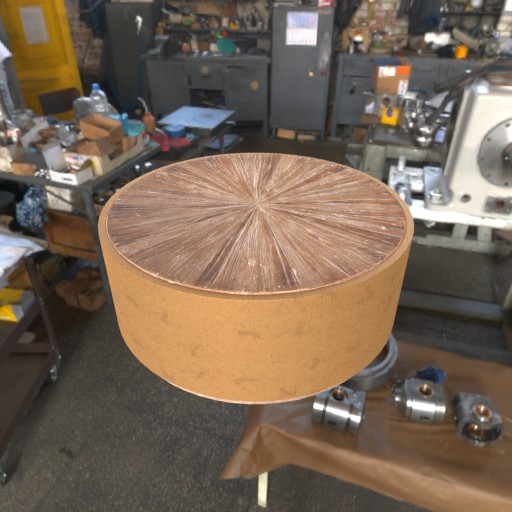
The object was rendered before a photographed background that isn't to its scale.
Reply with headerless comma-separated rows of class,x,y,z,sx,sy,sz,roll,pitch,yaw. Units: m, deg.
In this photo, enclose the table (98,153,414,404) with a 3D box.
table,0.000,0.000,1.572,1.001,0.409,1.001,0,33,0
